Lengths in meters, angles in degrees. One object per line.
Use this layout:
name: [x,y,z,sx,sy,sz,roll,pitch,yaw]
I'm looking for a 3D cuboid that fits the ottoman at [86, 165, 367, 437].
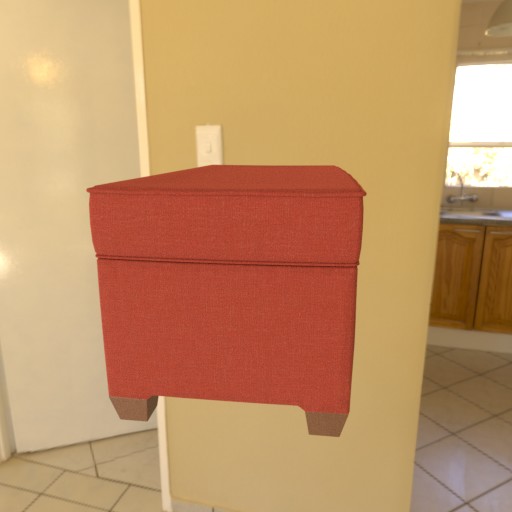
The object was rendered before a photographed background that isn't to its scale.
ottoman: [0.000,0.000,1.217,0.497,0.454,0.948,2,14,7]
